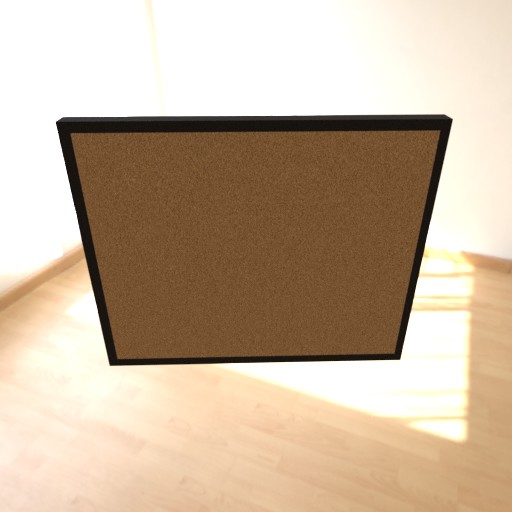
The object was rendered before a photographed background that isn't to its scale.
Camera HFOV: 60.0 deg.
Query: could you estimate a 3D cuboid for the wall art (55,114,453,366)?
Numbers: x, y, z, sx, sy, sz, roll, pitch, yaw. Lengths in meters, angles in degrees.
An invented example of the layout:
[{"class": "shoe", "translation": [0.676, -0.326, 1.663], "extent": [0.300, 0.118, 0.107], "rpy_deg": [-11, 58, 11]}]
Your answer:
[{"class": "wall art", "translation": [0.000, 0.000, 0.744], "extent": [0.554, 0.454, 0.030], "rpy_deg": [-1, 30, -1]}]
